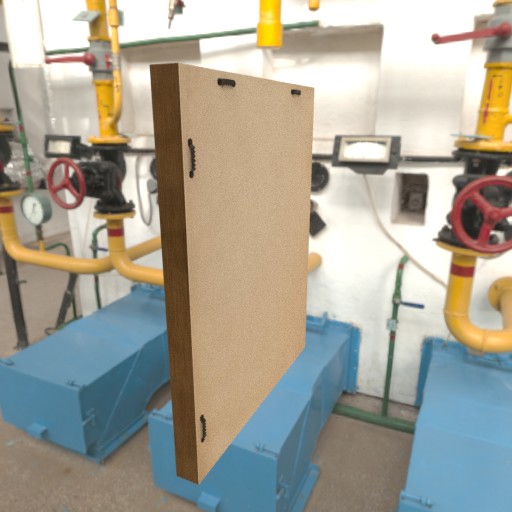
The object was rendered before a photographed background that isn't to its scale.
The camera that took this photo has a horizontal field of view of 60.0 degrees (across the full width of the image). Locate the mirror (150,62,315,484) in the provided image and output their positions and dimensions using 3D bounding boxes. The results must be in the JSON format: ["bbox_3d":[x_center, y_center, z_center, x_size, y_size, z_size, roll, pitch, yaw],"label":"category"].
[{"bbox_3d":[0.000,0.000,0.683,0.041,0.508,0.405,8,19,25],"label":"mirror"}]
